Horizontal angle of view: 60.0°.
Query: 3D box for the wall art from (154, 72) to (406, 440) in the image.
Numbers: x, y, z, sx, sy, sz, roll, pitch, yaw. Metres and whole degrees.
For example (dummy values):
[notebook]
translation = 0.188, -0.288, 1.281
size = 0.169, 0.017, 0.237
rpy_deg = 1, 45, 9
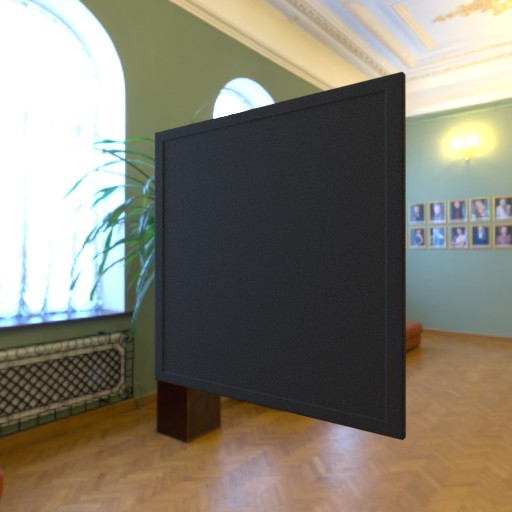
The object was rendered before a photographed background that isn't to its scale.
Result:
[wall art]
translation = 0.000, 0.000, 0.842
size = 0.562, 0.558, 0.012
rpy_deg = 0, 0, 36
